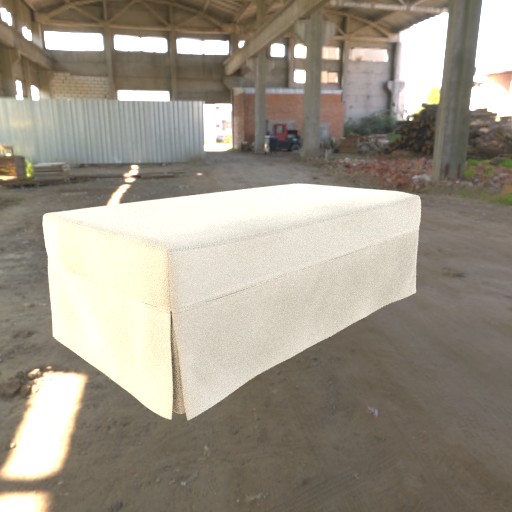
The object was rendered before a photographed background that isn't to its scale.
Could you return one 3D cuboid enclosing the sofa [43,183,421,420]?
[{"bbox_3d":[0.000,0.000,2.124,0.939,0.552,1.677,14,21,42],"label":"sofa"}]
